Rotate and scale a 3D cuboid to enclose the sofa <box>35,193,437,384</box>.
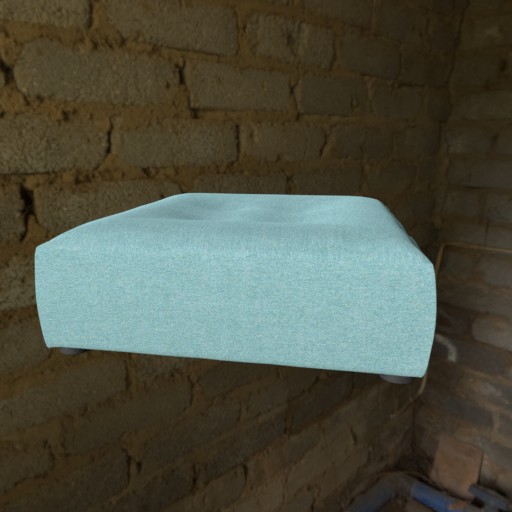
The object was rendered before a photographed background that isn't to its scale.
[{"bbox_3d":[0.000,0.000,1.449,0.930,0.330,0.930,2,14,10],"label":"sofa"}]
